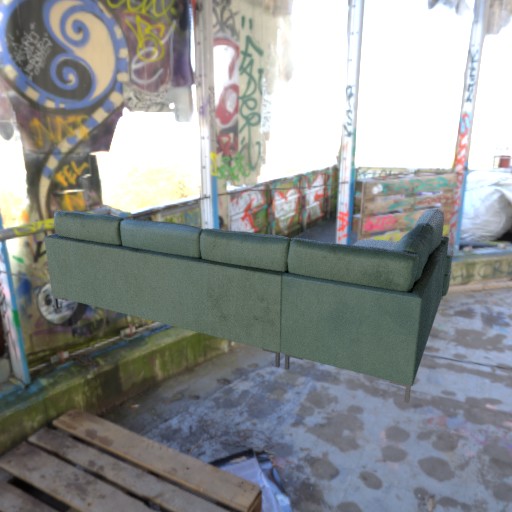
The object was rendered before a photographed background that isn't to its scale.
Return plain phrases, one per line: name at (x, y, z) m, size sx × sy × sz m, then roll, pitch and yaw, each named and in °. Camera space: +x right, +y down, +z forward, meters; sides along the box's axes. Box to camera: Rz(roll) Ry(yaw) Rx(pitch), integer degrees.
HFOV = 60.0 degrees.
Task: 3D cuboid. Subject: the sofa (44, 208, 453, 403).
sofa at (0.000, 0.000, 4.301) m, size 3.384 × 0.996 × 2.048 m, roll 8°, pitch 18°, yaw 26°
